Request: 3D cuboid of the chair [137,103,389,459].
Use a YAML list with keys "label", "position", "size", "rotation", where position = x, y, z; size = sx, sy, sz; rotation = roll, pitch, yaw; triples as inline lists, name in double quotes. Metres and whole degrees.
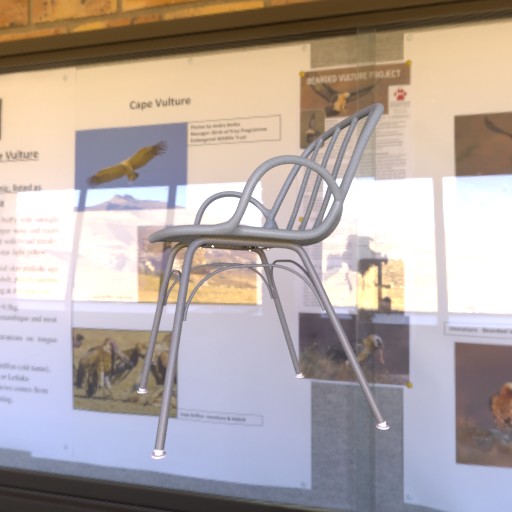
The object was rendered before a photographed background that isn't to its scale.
- label: "chair"
  position: [0.000, 0.000, 1.209]
  size: [0.597, 0.816, 0.549]
  rotation: [0, -1, -18]
